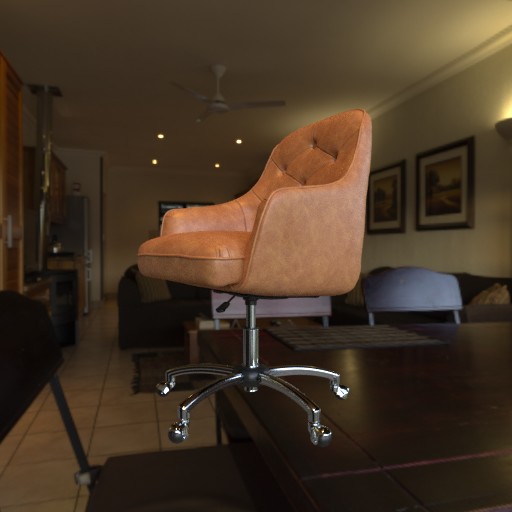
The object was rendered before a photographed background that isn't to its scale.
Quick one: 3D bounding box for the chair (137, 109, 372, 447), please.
[{"bbox_3d":[0.000,0.000,1.305,0.615,0.909,0.628,0,1,-34],"label":"chair"}]
